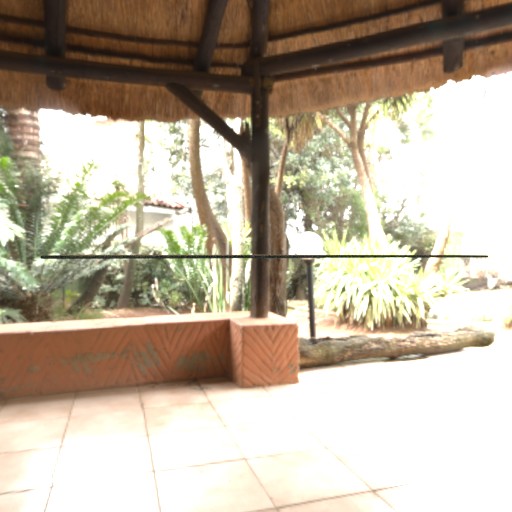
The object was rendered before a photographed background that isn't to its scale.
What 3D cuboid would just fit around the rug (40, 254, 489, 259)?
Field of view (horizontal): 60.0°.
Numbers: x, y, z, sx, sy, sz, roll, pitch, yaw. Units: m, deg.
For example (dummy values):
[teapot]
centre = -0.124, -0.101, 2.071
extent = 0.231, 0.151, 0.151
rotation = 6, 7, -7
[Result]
[rug]
centre = 0.000, 0.000, 2.991
extent = 2.438, 0.015, 1.524
rotation = 0, 0, -18
